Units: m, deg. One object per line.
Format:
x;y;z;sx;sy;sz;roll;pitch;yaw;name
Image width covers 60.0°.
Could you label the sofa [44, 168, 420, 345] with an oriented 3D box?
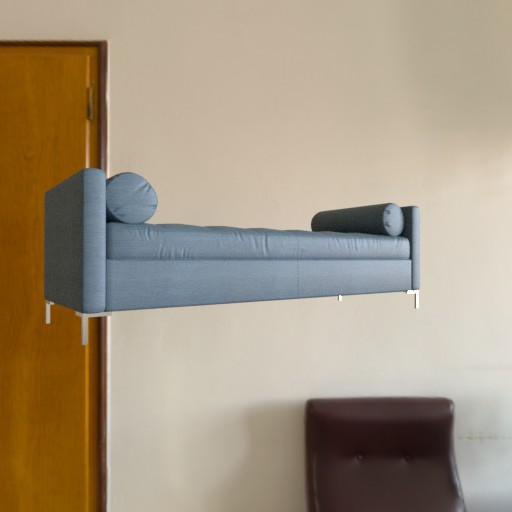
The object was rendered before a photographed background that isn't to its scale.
0.000;0.000;2.392;1.981;0.635;0.686;0;0;-36;sofa
